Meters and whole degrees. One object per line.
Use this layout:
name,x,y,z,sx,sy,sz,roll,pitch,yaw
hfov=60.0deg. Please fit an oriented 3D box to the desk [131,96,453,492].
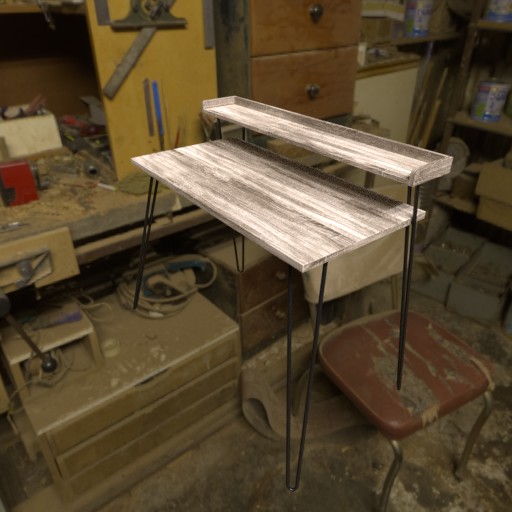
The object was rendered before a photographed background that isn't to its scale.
desk,0.000,0.000,1.626,0.605,0.899,1.135,-22,37,-31
